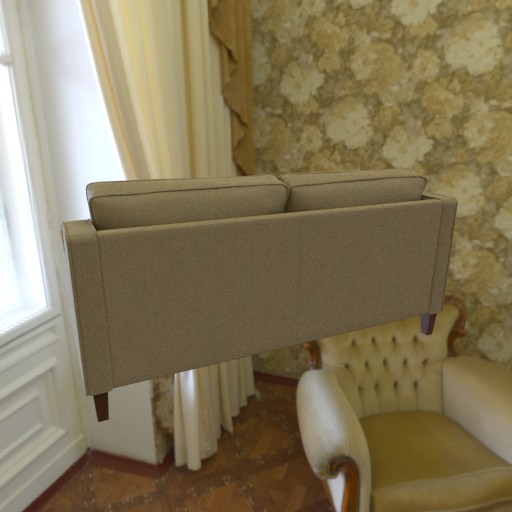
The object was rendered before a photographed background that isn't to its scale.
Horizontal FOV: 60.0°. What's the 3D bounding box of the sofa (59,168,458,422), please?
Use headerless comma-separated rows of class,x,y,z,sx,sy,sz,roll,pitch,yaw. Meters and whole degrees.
sofa,0.000,0.000,2.754,2.178,1.071,1.066,-8,18,-25
